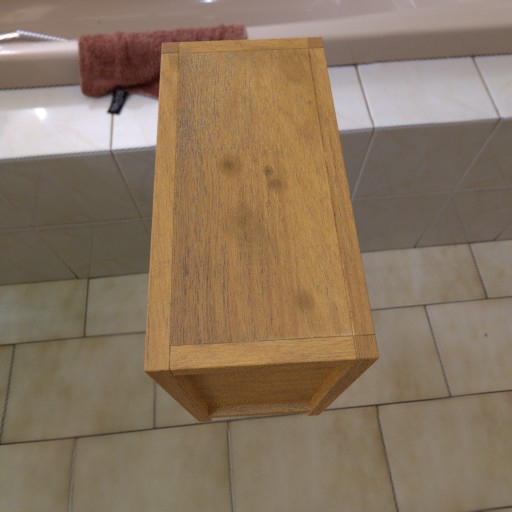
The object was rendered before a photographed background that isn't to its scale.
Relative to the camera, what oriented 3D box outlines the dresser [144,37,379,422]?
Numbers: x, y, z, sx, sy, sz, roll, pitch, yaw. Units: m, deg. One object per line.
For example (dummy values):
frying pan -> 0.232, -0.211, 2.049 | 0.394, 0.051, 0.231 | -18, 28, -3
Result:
dresser -> 0.000, 0.000, 1.282 | 0.427, 0.804, 0.804 | -3, 64, -1
